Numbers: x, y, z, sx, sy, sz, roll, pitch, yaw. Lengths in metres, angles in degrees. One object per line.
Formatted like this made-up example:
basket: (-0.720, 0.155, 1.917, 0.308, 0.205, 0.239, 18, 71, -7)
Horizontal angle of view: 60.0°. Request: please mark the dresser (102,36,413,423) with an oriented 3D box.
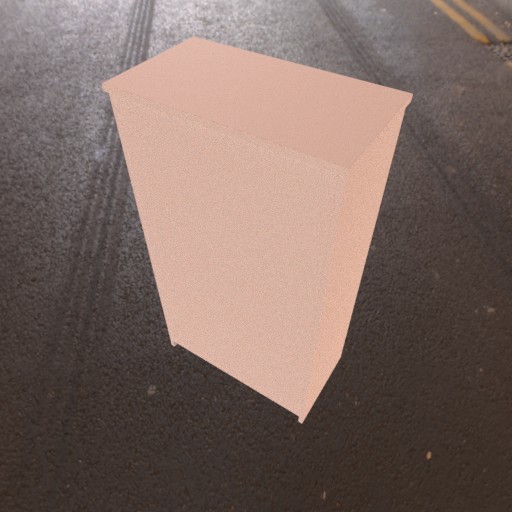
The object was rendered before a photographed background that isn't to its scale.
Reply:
dresser: (0.000, 0.000, 1.595, 0.704, 1.255, 0.399, 25, 51, 22)
